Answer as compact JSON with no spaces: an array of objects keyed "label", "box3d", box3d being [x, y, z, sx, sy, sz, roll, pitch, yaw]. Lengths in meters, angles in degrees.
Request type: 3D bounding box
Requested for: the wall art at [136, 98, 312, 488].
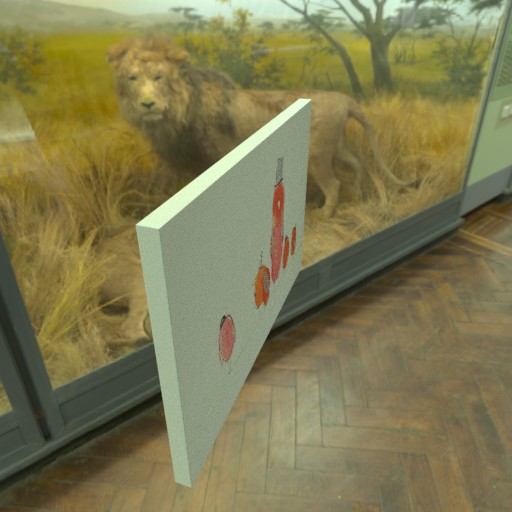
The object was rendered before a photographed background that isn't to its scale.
[{"label":"wall art","box3d":[0.000,0.000,1.147,0.038,0.609,0.914,10,32,17]}]
